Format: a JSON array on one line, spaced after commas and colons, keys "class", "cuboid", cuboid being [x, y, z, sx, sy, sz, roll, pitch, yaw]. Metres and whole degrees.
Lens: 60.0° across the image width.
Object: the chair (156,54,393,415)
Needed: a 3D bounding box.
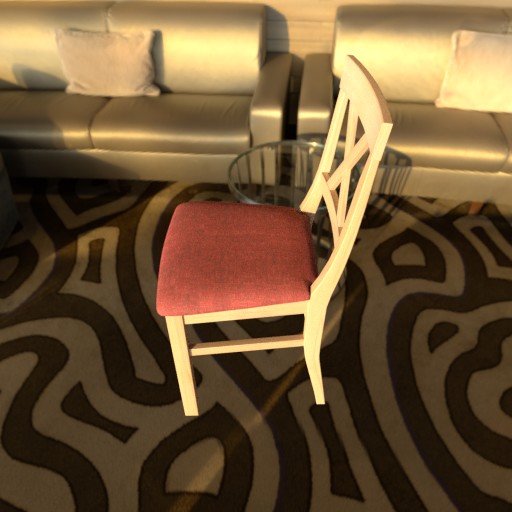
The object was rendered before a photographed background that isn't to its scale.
[{"class": "chair", "cuboid": [0.000, 0.000, 1.187, 0.492, 0.912, 0.439, -1, 41, -1]}]
